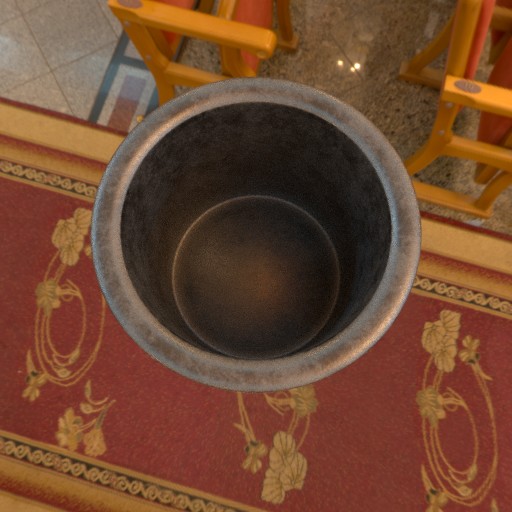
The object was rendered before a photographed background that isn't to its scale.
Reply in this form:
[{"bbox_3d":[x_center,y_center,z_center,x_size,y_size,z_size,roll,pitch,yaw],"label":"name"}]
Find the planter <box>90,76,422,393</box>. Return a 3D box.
[{"bbox_3d":[0.000,0.000,0.218,0.125,0.112,0.125,0,76,0],"label":"planter"}]
